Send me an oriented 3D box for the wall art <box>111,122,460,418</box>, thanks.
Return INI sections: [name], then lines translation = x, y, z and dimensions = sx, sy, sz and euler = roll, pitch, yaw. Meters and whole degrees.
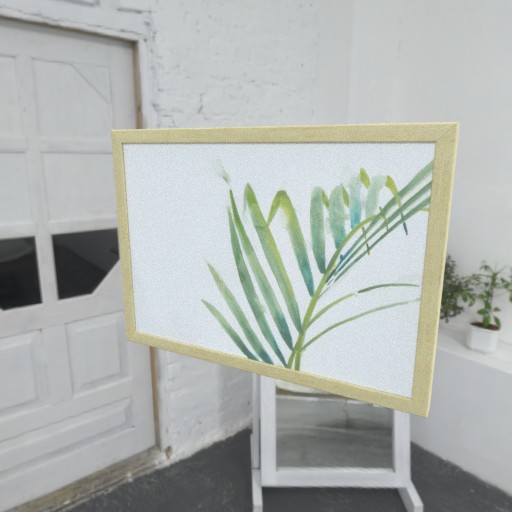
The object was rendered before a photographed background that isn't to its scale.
[wall art]
translation = 0.000, 0.000, 0.681
dimensions = 0.533, 0.381, 0.032
euler = 7, 16, 27
